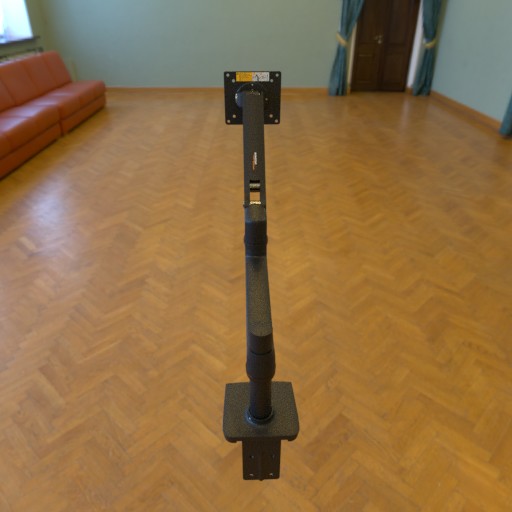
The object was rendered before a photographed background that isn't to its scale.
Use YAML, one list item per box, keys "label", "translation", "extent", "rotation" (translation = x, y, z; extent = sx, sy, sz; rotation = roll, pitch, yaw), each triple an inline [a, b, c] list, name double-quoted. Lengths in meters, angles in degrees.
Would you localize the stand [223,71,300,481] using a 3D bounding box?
- label: "stand"
  translation: [0.000, 0.000, 1.025]
  extent: [0.152, 0.713, 0.650]
  rotation: [-1, 30, -2]
